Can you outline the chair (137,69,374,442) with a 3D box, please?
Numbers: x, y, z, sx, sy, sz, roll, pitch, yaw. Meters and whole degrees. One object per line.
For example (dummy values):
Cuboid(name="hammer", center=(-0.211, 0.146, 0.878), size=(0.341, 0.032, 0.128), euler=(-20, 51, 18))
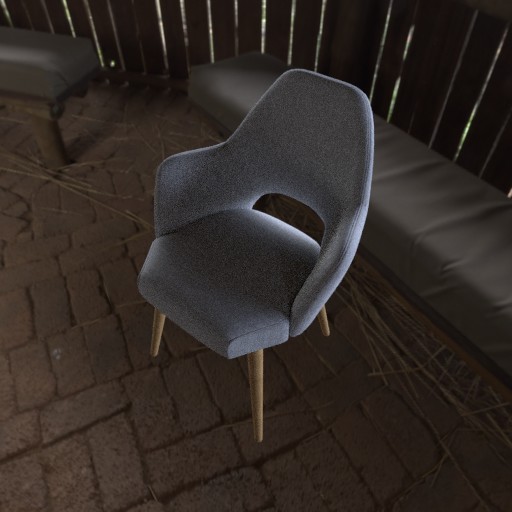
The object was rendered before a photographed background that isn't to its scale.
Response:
Cuboid(name="chair", center=(0.000, 0.000, 1.263), size=(0.590, 0.840, 0.610), euler=(30, 53, 26))
